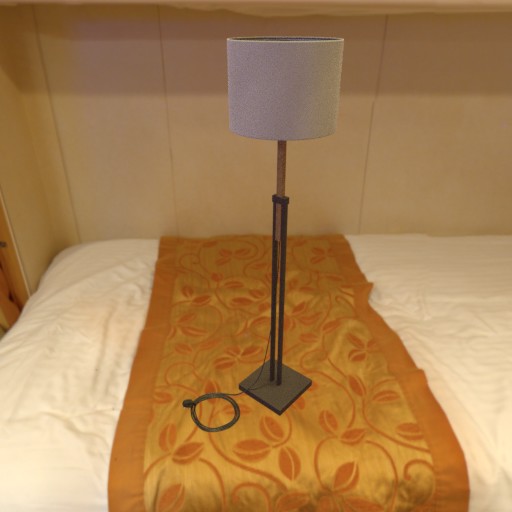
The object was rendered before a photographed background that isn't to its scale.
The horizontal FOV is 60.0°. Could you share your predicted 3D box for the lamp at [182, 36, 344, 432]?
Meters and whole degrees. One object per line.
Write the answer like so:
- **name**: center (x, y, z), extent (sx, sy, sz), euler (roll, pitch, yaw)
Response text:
- **lamp**: center (0.000, 0.000, 1.879), extent (0.474, 1.650, 0.639), euler (22, 35, 35)
